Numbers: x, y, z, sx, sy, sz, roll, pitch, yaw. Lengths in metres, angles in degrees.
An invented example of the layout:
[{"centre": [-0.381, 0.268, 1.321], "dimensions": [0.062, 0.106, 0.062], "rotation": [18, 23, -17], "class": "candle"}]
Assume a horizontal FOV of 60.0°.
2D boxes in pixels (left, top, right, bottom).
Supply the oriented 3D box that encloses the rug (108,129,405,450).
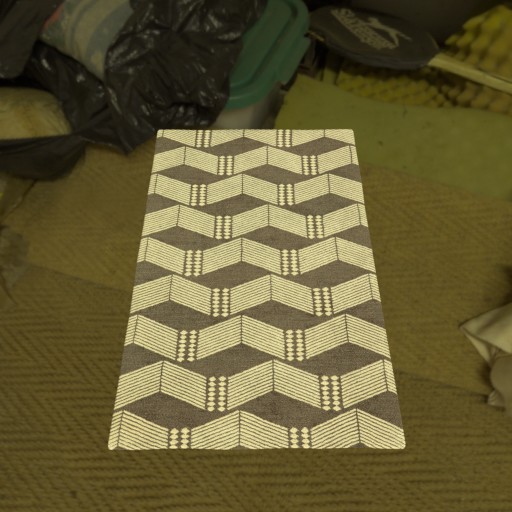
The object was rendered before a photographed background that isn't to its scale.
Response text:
[{"centre": [0.000, 0.000, 2.272], "dimensions": [1.210, 0.016, 1.833], "rotation": [0, 59, 0], "class": "rug"}]
